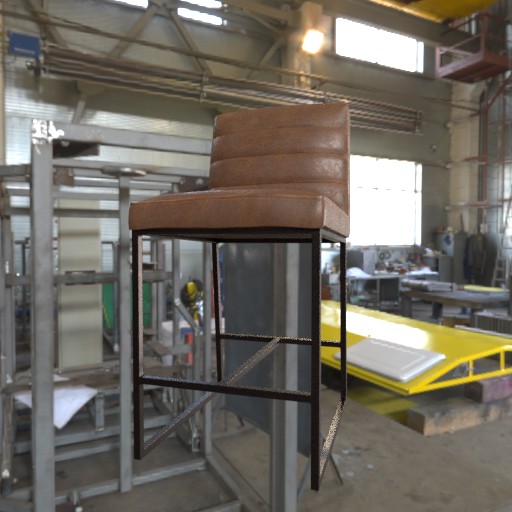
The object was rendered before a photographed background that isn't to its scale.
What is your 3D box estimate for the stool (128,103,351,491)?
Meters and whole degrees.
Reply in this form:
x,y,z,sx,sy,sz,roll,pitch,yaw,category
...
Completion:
x,y,z,sx,sy,sz,roll,pitch,yaw,category
0.000,0.000,1.205,0.463,0.942,0.562,1,2,18,stool
